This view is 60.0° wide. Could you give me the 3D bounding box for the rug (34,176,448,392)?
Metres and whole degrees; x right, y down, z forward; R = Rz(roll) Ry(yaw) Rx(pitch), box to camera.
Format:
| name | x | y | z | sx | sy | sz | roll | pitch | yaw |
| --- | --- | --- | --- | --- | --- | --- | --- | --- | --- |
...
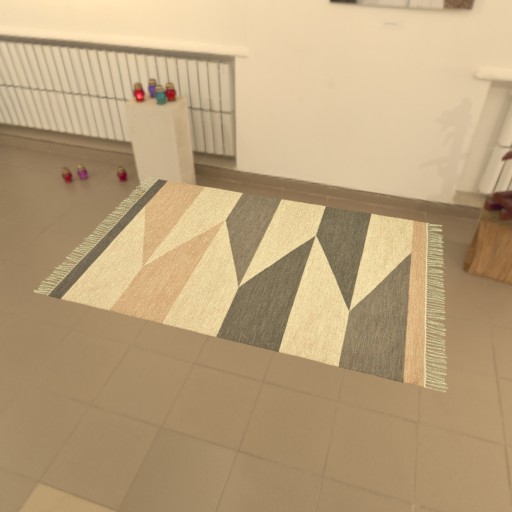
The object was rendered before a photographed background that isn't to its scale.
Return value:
| name | x | y | z | sx | sy | sz | roll | pitch | yaw |
| --- | --- | --- | --- | --- | --- | --- | --- | --- | --- |
| rug | 0.000 | 0.000 | 2.479 | 2.021 | 0.027 | 1.224 | 11 | 41 | 13 |
